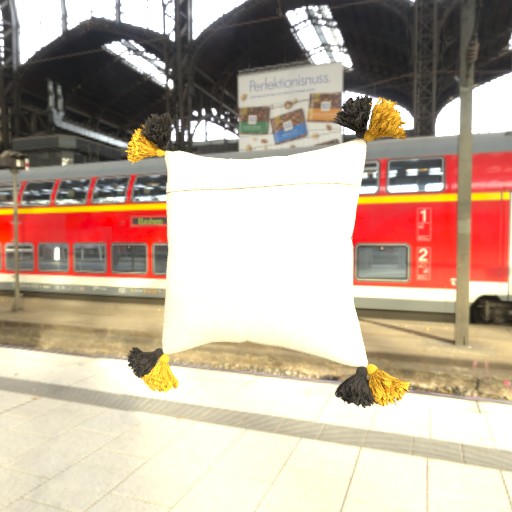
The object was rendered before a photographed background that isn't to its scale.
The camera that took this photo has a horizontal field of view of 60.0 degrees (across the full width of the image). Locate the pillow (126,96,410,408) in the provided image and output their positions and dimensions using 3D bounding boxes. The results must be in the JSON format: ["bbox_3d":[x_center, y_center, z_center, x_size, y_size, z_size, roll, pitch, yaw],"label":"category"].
[{"bbox_3d":[0.000,0.000,0.983,0.654,0.659,0.139,1,2,19],"label":"pillow"}]
